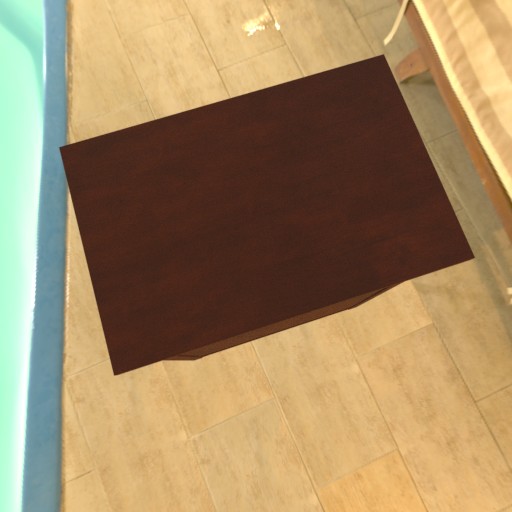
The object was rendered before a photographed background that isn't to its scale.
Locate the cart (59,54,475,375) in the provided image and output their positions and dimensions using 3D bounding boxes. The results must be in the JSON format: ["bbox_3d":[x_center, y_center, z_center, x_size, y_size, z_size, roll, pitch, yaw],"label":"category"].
[{"bbox_3d":[0.000,0.000,1.239,0.683,0.864,0.442,-17,77,-4],"label":"cart"}]
